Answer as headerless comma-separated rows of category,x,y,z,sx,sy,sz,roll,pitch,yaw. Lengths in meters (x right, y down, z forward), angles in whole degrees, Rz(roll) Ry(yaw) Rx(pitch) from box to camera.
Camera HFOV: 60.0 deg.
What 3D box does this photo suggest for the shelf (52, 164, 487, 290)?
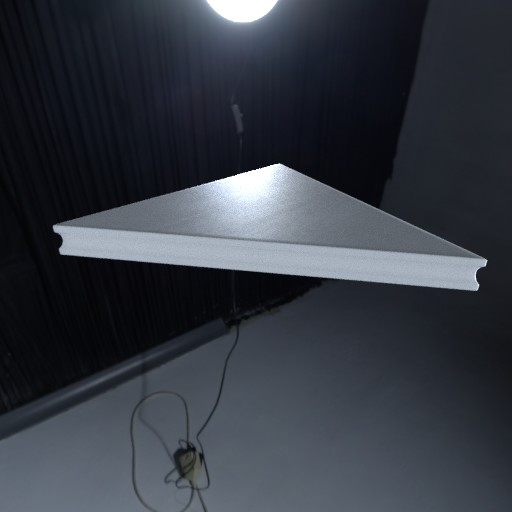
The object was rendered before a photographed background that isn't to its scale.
shelf,0.000,0.000,0.430,0.296,0.035,0.296,-21,38,-30
